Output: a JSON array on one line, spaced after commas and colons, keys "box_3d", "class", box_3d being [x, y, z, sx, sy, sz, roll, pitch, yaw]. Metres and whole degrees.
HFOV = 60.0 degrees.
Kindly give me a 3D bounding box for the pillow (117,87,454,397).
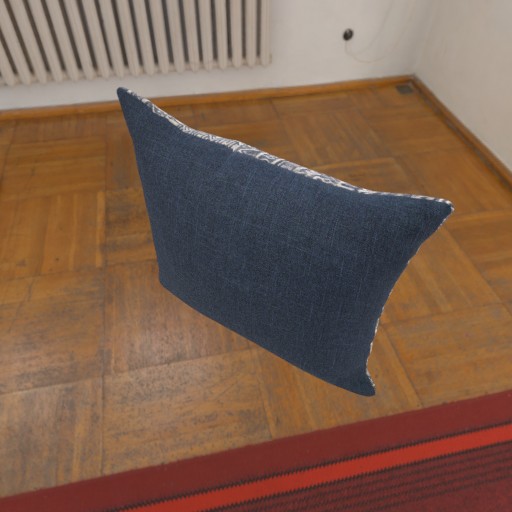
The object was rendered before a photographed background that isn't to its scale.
[{"box_3d": [0.000, 0.000, 0.784, 0.546, 0.487, 0.180, 25, 52, 22], "class": "pillow"}]
